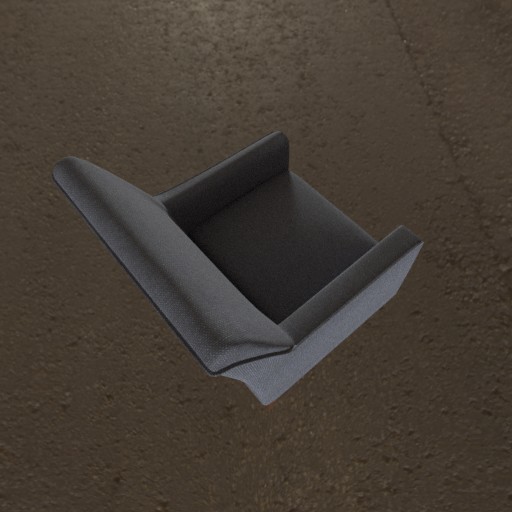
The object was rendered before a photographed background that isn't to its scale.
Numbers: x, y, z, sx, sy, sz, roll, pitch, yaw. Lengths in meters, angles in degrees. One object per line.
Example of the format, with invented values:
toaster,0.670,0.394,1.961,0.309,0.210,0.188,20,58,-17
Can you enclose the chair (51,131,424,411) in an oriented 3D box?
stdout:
chair,0.000,0.000,1.610,0.899,0.919,0.780,-36,64,-20
